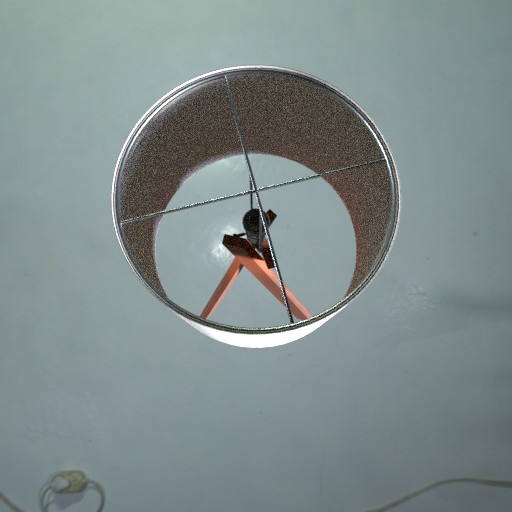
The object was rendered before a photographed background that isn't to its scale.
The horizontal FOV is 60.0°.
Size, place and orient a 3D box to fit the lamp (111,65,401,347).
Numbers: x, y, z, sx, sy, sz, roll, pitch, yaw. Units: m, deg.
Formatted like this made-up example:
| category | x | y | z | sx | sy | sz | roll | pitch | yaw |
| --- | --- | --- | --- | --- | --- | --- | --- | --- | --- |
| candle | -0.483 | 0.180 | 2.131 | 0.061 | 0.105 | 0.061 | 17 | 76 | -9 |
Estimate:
| category | x | y | z | sx | sy | sz | roll | pitch | yaw |
| --- | --- | --- | --- | --- | --- | --- | --- | --- | --- |
| lamp | 0.000 | 0.000 | 0.912 | 0.380 | 0.686 | 0.380 | -14 | 75 | -4 |
